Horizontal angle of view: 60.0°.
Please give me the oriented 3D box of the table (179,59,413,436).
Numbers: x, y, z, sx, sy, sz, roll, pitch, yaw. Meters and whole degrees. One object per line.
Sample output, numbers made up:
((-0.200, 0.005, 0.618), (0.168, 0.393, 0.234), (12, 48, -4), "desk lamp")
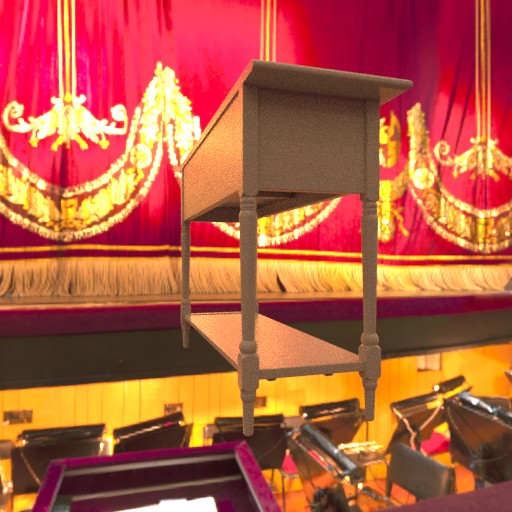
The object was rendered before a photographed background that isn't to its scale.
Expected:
((0.000, 0.000, 1.527), (0.384, 0.808, 1.197), (0, 0, -17), "table")
